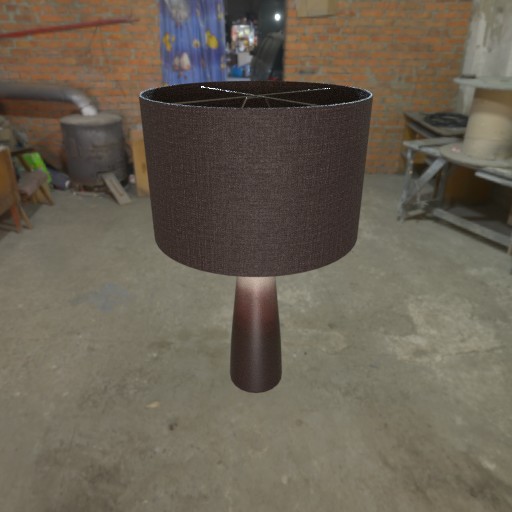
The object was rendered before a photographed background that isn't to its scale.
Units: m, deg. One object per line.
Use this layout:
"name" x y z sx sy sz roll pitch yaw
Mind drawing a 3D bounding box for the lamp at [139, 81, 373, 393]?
"lamp" 0.000 0.000 0.697 0.303 0.488 0.303 0 27 0
